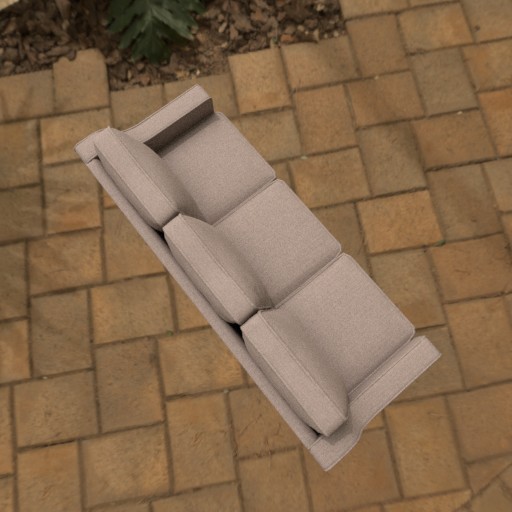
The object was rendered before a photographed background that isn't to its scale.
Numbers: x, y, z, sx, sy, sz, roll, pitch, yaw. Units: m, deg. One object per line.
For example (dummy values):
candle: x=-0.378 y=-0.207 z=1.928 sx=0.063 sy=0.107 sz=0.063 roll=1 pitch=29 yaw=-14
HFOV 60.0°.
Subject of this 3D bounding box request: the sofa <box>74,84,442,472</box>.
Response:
sofa: x=0.000 y=0.000 z=2.597 sx=0.899 sy=0.950 sz=2.129 roll=-38 pitch=78 yaw=-9
